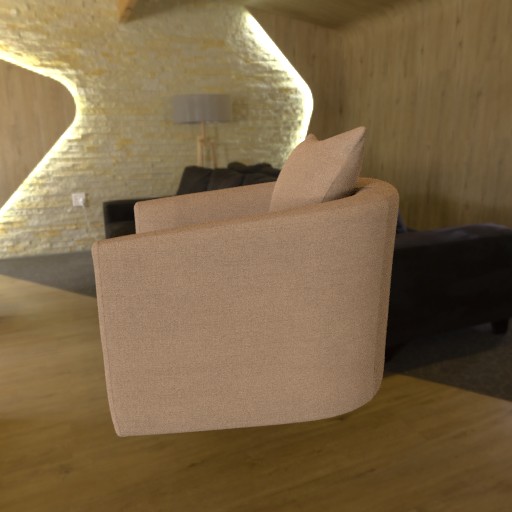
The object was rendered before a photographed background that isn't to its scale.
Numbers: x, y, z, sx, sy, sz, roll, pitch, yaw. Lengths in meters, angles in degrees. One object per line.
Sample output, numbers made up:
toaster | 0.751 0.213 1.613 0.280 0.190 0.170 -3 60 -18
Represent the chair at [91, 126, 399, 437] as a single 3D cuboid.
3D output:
chair | 0.000 0.000 1.545 0.910 0.848 0.845 -2 14 -7
